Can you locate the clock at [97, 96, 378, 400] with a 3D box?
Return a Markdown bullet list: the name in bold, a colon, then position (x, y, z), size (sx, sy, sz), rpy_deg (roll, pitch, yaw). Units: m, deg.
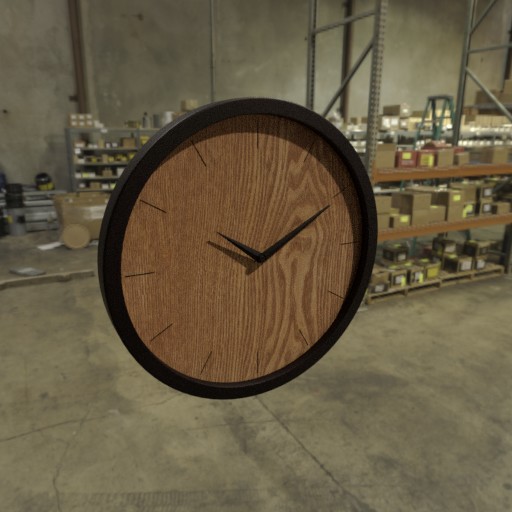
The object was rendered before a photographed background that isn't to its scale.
- **clock**: position (0.000, 0.000, 0.464), size (0.314, 0.314, 0.029), rpy_deg (-8, 18, -28)
